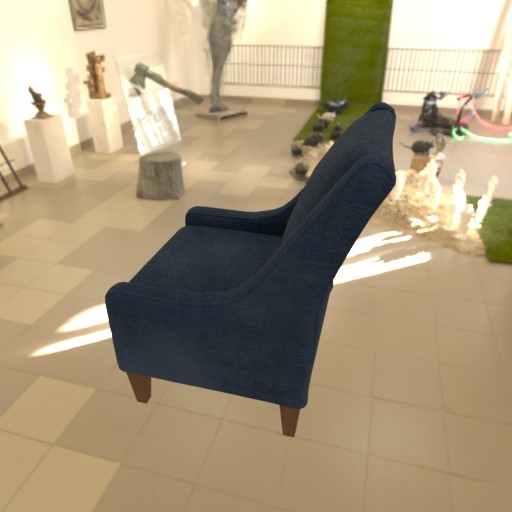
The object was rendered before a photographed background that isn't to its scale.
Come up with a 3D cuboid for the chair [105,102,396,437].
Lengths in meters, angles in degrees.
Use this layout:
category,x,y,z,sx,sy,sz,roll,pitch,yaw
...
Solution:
category,x,y,z,sx,sy,sz,roll,pitch,yaw
chair,0.000,0.000,1.653,0.870,1.014,0.774,8,31,13
